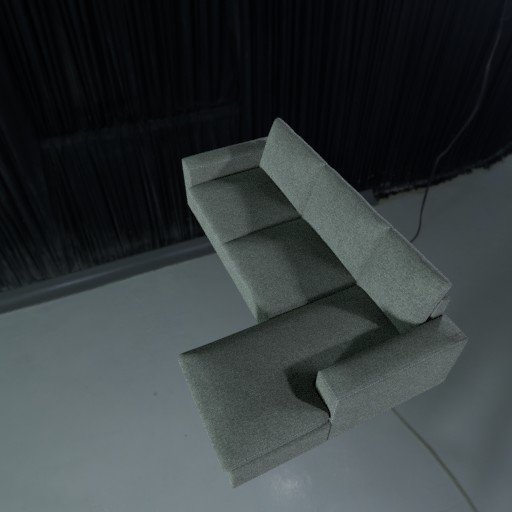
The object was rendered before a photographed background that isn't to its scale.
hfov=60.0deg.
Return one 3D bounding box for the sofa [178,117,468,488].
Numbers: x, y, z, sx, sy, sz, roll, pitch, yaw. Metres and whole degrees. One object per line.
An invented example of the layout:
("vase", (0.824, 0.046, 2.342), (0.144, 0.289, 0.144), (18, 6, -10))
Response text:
("sofa", (0.000, 0.000, 3.485), (1.689, 0.940, 2.718), (-19, 49, -18))
